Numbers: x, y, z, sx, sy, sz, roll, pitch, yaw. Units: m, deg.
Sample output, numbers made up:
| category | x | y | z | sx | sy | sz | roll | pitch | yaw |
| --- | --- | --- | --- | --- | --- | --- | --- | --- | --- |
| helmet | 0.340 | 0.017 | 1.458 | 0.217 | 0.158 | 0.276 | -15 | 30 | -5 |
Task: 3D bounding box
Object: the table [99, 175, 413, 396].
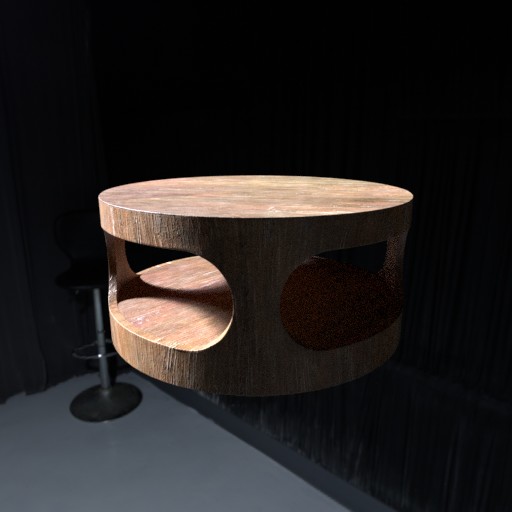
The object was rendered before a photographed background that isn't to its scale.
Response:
| category | x | y | z | sx | sy | sz | roll | pitch | yaw |
| --- | --- | --- | --- | --- | --- | --- | --- | --- | --- |
| table | 0.000 | 0.000 | 1.509 | 0.974 | 0.450 | 0.974 | 0 | 16 | 0 |
